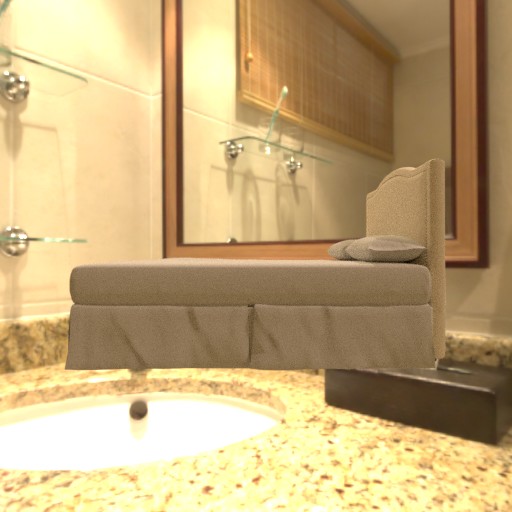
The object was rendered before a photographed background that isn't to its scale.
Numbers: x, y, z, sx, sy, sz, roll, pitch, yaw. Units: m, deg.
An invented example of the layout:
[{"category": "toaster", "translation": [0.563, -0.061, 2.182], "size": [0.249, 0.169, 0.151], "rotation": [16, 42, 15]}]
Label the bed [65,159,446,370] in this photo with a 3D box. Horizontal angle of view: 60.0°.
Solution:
[{"category": "bed", "translation": [0.000, 0.000, 3.733], "size": [2.477, 1.437, 1.977], "rotation": [0, 0, 0]}]
